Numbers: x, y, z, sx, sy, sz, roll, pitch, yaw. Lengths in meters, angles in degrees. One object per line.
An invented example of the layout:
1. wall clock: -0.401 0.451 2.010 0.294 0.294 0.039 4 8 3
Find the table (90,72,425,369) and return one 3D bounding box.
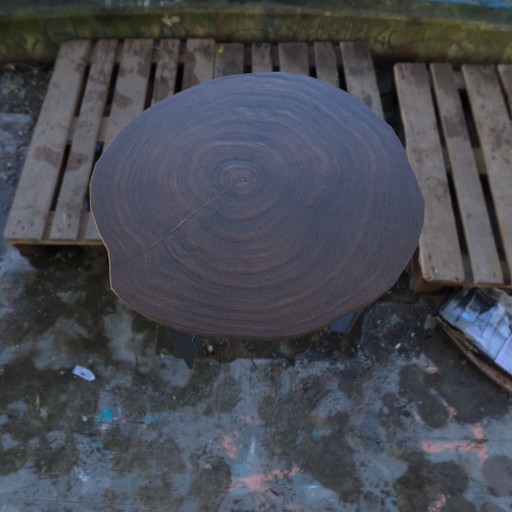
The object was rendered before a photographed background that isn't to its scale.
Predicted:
1. table: 0.000 0.000 0.870 0.494 0.476 0.477 2 63 1
